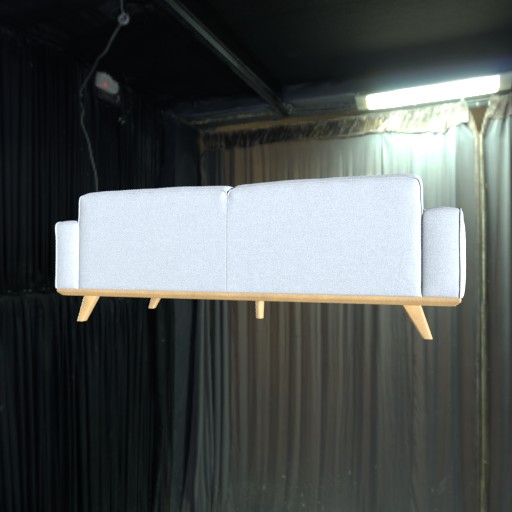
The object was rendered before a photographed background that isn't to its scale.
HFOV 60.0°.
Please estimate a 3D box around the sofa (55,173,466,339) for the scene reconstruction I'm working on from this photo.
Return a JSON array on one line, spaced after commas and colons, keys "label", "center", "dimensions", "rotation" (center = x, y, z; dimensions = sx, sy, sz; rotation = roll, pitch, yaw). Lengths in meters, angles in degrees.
[{"label": "sofa", "center": [0.000, 0.000, 2.721], "dimensions": [2.270, 0.781, 0.956], "rotation": [0, -1, 19]}]
